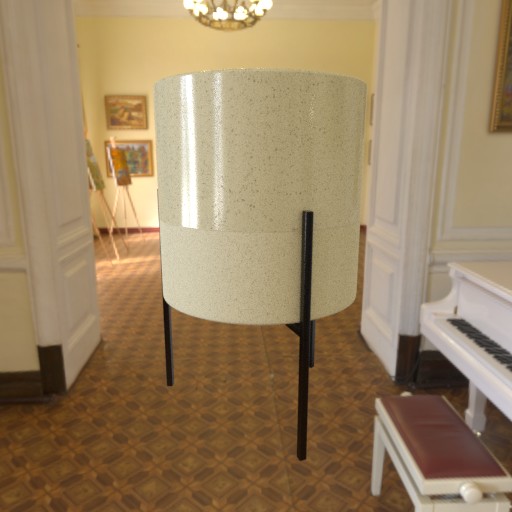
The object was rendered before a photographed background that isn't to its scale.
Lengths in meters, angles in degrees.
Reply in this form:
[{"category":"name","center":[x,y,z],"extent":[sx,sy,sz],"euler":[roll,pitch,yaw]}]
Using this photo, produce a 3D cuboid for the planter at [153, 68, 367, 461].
[{"category":"planter","center":[0.000,0.000,0.541],"extent":[0.243,0.390,0.234],"euler":[2,13,9]}]
